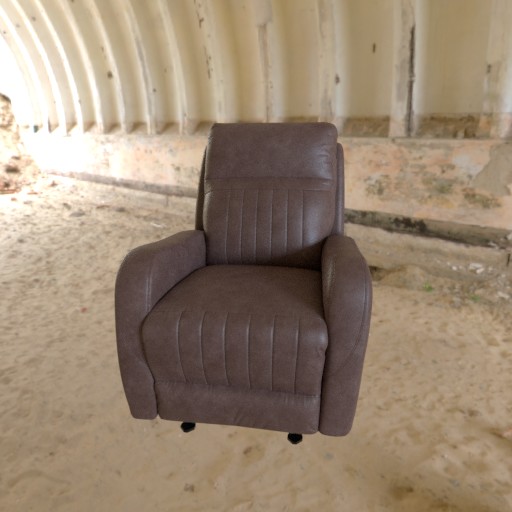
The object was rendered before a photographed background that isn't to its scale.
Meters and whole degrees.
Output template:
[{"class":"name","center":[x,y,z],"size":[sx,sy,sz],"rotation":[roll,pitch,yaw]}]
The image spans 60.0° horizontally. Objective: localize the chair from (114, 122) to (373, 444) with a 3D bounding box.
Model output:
[{"class":"chair","center":[0.000,0.000,1.833],"size":[0.865,1.067,1.067],"rotation":[3,17,9]}]
